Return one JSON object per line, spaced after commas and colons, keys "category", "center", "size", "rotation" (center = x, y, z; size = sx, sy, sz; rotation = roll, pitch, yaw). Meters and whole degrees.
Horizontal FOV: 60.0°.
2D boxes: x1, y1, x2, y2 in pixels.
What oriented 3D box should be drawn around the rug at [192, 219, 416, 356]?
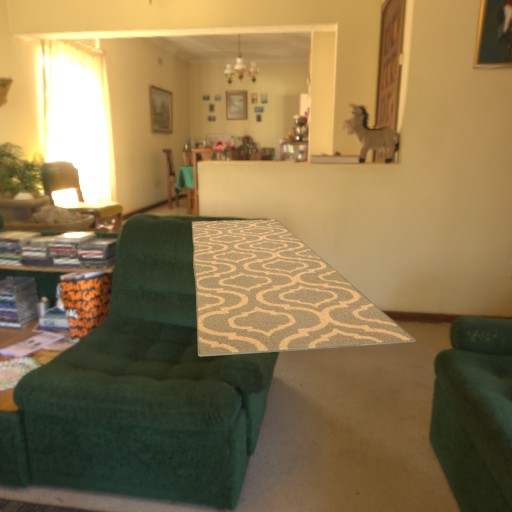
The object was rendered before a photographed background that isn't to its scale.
{"category": "rug", "center": [0.000, 0.000, 2.434], "size": [0.684, 0.009, 2.275], "rotation": [-2, 15, -8]}
